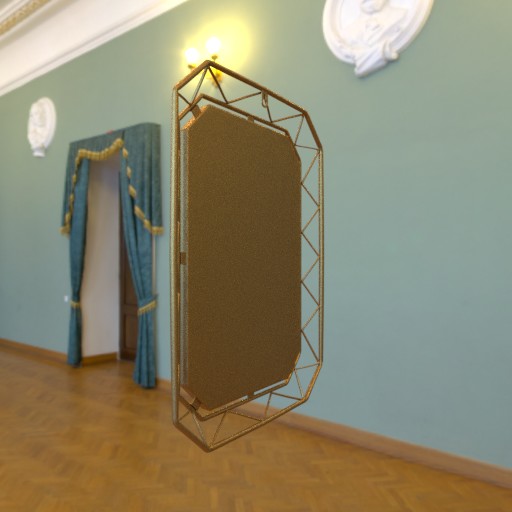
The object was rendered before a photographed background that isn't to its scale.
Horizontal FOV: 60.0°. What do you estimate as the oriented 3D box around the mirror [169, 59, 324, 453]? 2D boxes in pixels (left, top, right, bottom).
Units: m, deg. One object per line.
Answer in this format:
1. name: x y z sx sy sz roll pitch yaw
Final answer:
1. mirror: 0.000 0.000 0.751 0.042 0.566 0.417 0 0 36
